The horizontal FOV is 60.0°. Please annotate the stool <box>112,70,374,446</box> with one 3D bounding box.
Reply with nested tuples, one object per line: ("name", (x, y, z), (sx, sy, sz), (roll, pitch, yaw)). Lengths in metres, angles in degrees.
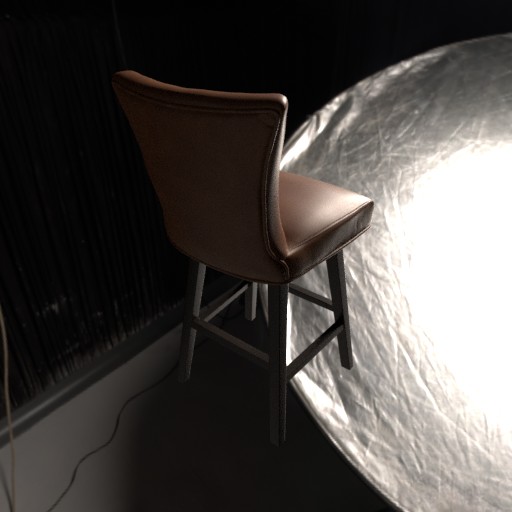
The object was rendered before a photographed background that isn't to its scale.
("stool", (0.000, 0.000, 1.388), (0.522, 1.094, 0.585), (22, 38, 31))
